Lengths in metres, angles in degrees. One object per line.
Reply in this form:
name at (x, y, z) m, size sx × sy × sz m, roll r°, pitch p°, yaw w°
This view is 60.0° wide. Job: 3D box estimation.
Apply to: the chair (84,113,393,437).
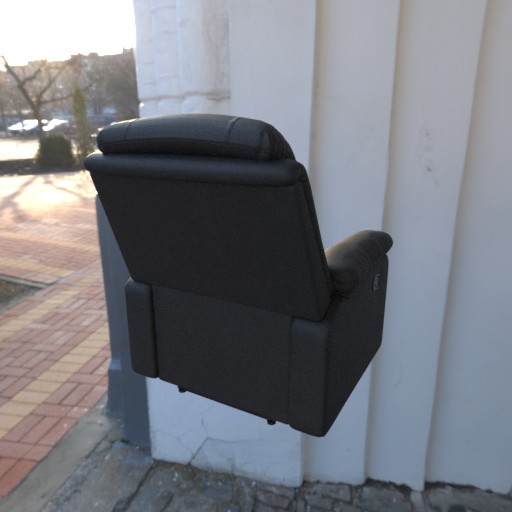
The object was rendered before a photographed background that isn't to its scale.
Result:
chair at (0.000, 0.000, 1.642) m, size 0.855 × 0.992 × 0.919 m, roll 9°, pitch 19°, yaw 28°
